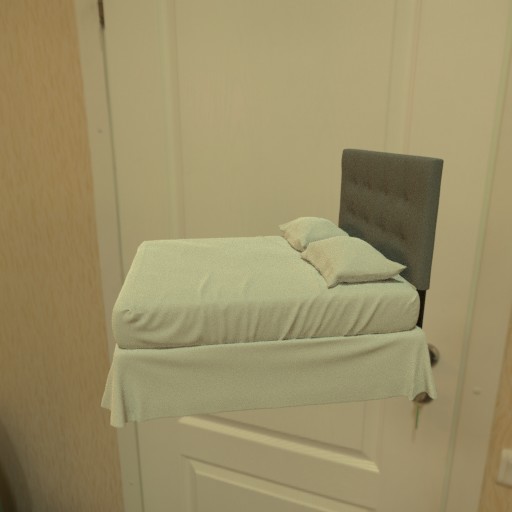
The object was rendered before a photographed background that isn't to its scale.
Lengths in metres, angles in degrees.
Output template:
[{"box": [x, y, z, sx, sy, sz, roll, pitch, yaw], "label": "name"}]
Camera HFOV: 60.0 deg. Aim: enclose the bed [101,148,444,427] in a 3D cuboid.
[{"box": [0.000, 0.000, 3.481, 2.222, 1.577, 1.936, -2, 16, -8], "label": "bed"}]
